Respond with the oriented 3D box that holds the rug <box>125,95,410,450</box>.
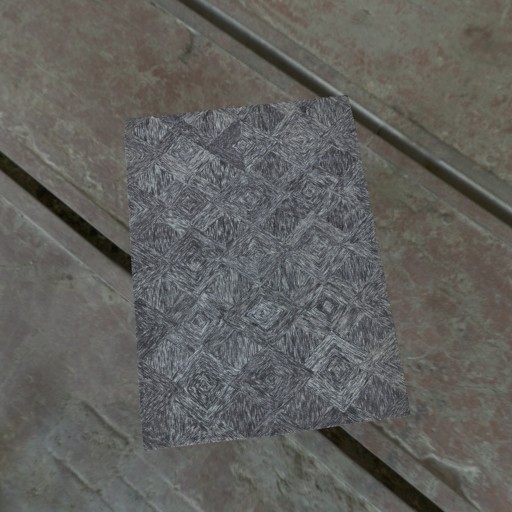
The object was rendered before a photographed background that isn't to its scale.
[{"bbox_3d":[0.000,0.000,5.365,2.997,0.020,4.093,-7,76,-2],"label":"rug"}]
